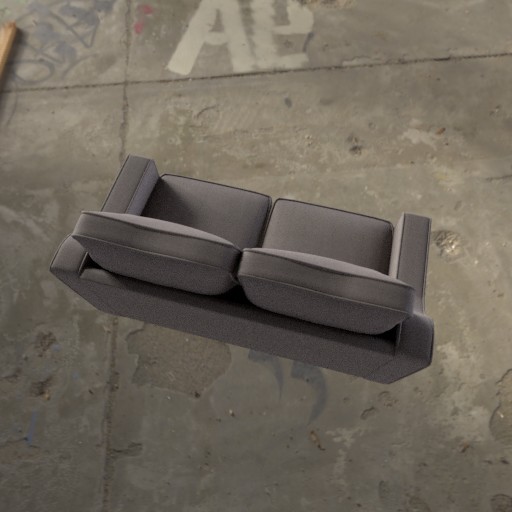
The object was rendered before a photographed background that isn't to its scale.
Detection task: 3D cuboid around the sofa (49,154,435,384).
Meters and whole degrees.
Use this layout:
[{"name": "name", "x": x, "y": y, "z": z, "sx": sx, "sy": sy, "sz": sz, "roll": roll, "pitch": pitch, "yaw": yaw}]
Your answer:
[{"name": "sofa", "x": 0.000, "y": 0.000, "z": 2.065, "sx": 1.500, "sy": 0.948, "sz": 0.791, "roll": 13, "pitch": 64, "yaw": 7}]
